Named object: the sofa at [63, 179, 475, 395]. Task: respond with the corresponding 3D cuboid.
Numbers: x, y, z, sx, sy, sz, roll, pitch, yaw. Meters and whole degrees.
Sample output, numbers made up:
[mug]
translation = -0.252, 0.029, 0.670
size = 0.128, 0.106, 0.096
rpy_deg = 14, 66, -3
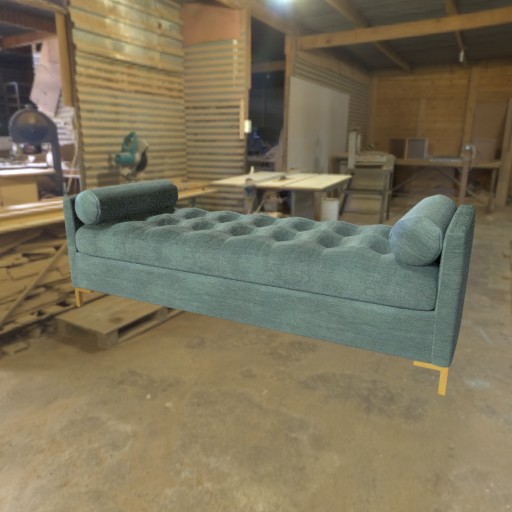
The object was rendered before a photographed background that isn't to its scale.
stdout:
[sofa]
translation = 0.000, 0.000, 2.429
size = 2.102, 0.705, 0.796
rpy_deg = 8, 17, 26
